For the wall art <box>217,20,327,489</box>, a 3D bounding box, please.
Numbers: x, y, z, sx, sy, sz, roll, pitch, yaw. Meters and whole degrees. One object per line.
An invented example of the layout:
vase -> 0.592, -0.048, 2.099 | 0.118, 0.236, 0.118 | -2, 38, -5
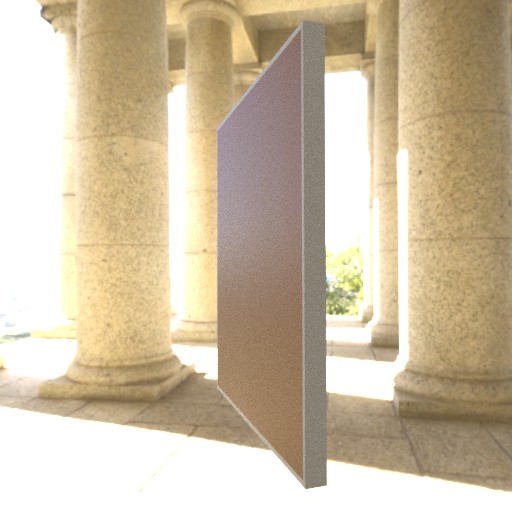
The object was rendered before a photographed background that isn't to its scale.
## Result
wall art -> 0.000, 0.000, 0.732 | 0.030, 0.549, 0.443 | 0, -1, -18
